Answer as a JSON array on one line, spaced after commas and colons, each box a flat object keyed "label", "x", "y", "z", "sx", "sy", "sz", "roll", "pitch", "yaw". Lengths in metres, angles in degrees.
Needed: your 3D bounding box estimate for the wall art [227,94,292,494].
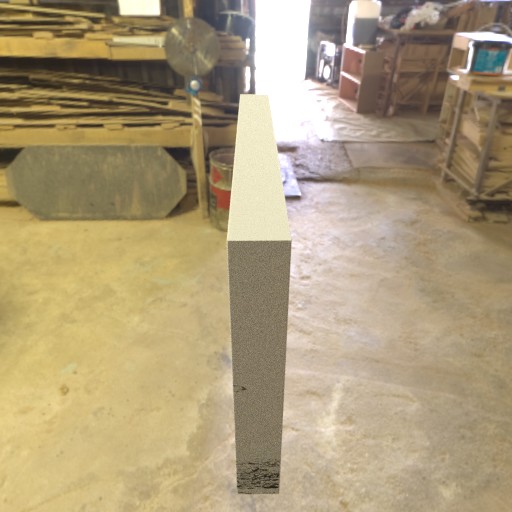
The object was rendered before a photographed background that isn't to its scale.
[{"label": "wall art", "x": 0.000, "y": 0.000, "z": 0.485, "sx": 0.038, "sy": 0.259, "sz": 0.381, "roll": 0, "pitch": 32, "yaw": 0}]
